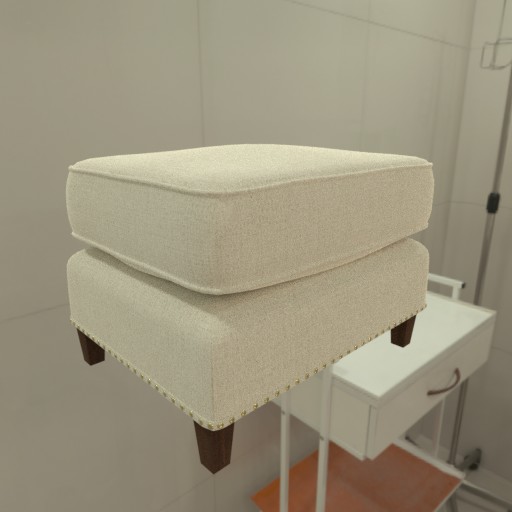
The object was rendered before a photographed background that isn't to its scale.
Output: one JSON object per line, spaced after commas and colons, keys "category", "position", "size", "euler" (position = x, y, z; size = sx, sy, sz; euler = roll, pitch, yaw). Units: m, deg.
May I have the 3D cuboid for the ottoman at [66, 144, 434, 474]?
{"category": "ottoman", "position": [0.000, 0.000, 1.094], "size": [0.738, 0.537, 0.589], "euler": [-15, 23, -41]}
